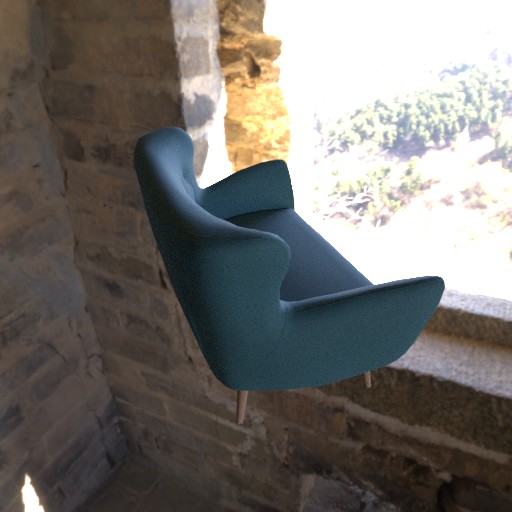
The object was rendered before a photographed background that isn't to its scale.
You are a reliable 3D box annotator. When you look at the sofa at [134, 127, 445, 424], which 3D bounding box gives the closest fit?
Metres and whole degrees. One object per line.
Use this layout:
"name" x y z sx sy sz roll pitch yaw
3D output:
"sofa" 0.000 0.000 1.971 0.889 0.889 1.397 -10 32 -17
